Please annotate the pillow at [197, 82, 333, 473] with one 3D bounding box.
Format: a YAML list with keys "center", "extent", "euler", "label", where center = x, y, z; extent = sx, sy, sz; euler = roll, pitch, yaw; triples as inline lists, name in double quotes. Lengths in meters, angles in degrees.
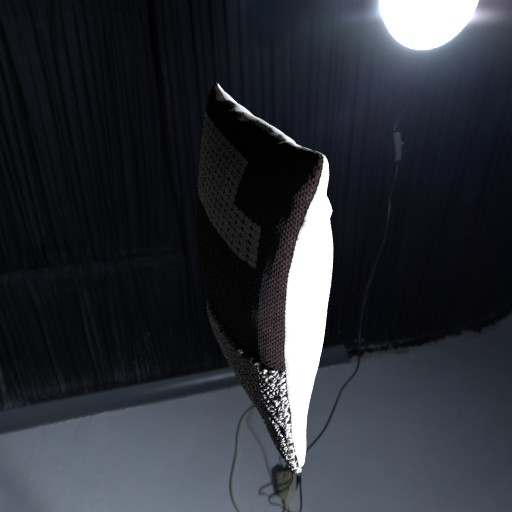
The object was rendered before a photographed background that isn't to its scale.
- center: [0.000, 0.000, 0.724]
  extent: [0.178, 0.473, 0.475]
  euler: [-8, 30, -14]
  label: "pillow"
